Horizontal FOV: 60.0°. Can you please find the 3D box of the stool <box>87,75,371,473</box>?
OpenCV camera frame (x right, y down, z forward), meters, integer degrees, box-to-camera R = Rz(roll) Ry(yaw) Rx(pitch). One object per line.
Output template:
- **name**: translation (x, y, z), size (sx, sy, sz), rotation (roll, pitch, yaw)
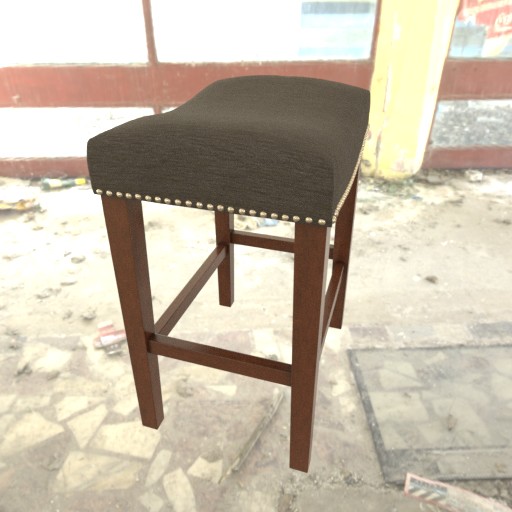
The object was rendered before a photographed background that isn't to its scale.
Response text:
- **stool**: translation (0.000, 0.000, 0.939), size (0.372, 0.654, 0.504), rotation (9, 32, 15)
